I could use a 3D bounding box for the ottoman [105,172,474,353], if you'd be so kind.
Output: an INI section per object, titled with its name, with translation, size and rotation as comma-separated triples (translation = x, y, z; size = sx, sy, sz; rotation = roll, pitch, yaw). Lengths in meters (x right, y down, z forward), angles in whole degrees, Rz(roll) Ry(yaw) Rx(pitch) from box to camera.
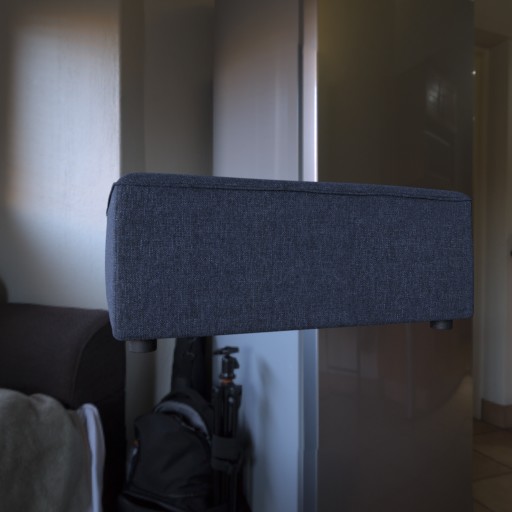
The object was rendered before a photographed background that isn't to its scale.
[ottoman]
translation = 0.000, 0.000, 1.580
size = 1.017, 0.423, 1.023
rotation = 0, 1, -19
